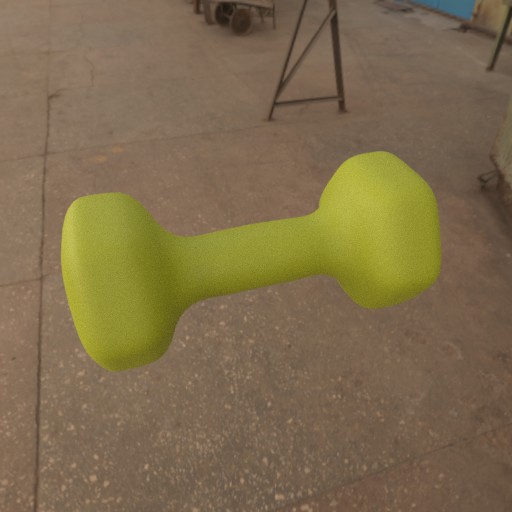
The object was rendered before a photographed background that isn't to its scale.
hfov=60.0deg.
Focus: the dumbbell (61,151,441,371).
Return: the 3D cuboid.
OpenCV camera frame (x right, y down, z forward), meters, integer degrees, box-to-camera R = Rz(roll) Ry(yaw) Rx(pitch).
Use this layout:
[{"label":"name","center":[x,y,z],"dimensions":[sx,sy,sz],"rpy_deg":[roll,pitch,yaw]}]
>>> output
[{"label":"dumbbell","center":[0.000,0.000,0.208],"dimensions":[0.164,0.072,0.080],"rpy_deg":[-11,41,-13]}]
